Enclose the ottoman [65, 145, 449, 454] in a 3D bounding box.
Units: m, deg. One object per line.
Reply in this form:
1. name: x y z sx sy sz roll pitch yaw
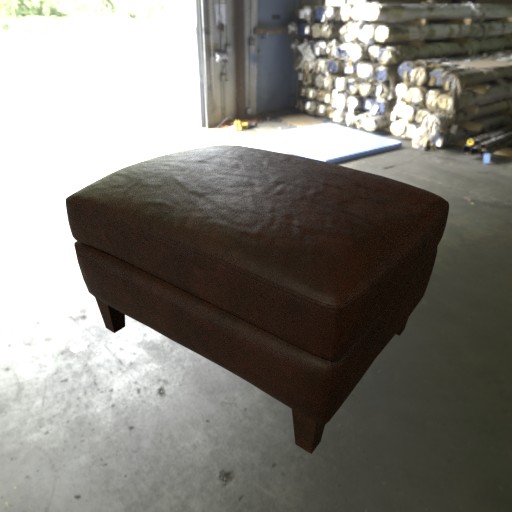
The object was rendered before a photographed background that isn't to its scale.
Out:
1. ottoman: 0.000 0.000 1.282 0.887 0.527 0.659 20 35 32
